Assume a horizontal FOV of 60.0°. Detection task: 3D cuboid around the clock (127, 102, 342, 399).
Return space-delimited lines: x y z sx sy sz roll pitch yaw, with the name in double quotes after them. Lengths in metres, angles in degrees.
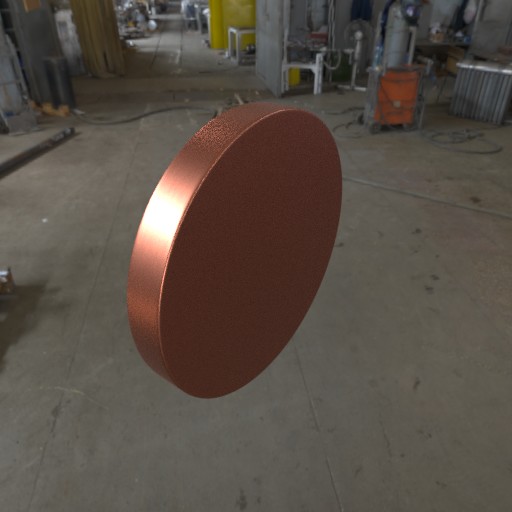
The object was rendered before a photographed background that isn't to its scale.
0.000 0.000 0.480 0.040 0.313 0.313 22 39 31 "clock"
